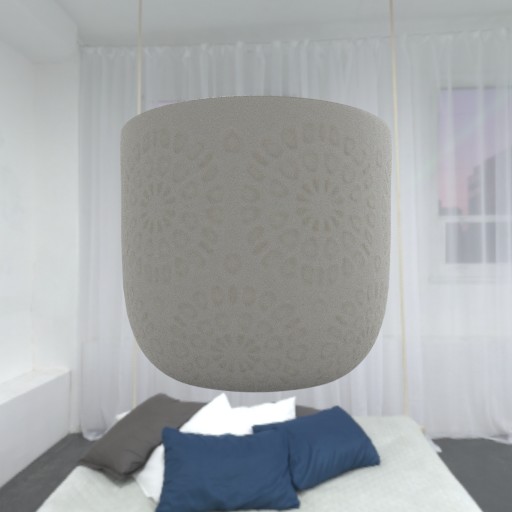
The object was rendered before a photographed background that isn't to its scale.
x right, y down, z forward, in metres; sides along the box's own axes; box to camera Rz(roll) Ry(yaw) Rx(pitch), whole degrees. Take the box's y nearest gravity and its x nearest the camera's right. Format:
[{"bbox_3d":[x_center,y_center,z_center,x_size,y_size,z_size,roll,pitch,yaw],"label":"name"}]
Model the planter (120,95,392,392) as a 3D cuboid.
[{"bbox_3d":[0.000,0.000,0.212,0.124,0.109,0.124,0,0,0],"label":"planter"}]
